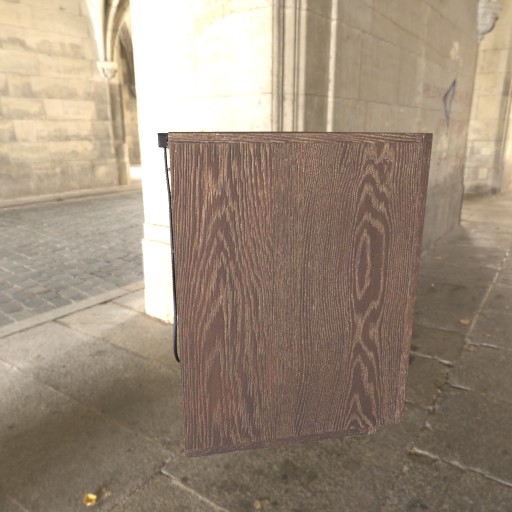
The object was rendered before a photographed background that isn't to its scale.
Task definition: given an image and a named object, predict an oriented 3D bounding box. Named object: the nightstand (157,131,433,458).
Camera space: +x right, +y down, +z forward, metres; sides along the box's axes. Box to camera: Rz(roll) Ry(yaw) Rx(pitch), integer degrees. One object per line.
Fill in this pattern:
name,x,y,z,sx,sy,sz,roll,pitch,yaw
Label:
nightstand,0.000,0.000,1.135,0.457,0.612,0.775,-3,16,-10
